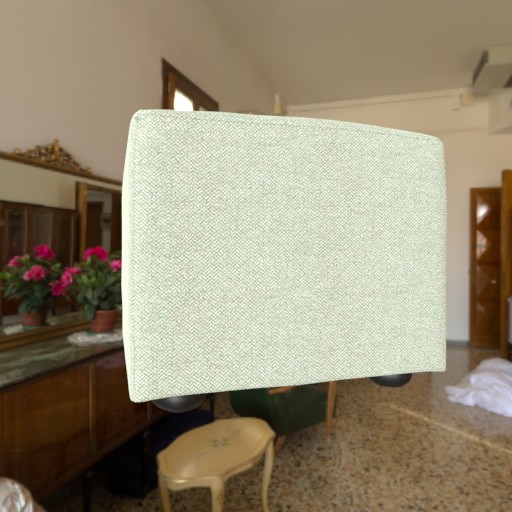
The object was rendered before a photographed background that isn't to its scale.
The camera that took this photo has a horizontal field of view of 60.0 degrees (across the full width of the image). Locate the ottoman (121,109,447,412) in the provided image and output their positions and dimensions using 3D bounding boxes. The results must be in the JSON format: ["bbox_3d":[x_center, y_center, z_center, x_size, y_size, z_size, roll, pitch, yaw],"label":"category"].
[{"bbox_3d":[0.000,0.000,0.894,0.512,0.453,0.521,0,1,-18],"label":"ottoman"}]
